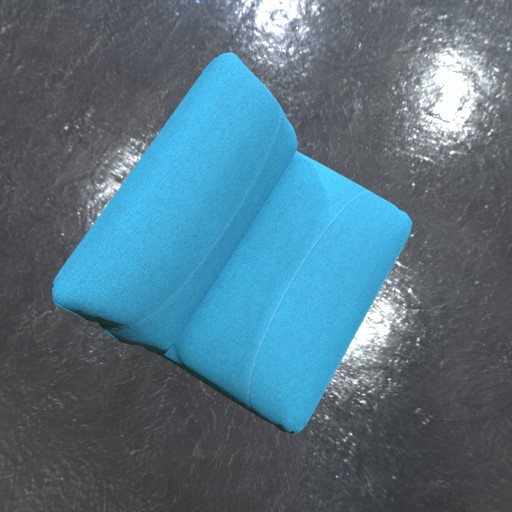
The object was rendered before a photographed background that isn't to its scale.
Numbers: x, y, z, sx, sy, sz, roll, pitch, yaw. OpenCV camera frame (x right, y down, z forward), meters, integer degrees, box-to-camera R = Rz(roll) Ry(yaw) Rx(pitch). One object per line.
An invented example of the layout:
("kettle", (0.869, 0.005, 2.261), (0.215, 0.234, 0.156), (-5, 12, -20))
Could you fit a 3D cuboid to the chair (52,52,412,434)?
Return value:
("chair", (0.000, 0.000, 1.345), (0.780, 0.580, 0.820), (30, 79, 7))
